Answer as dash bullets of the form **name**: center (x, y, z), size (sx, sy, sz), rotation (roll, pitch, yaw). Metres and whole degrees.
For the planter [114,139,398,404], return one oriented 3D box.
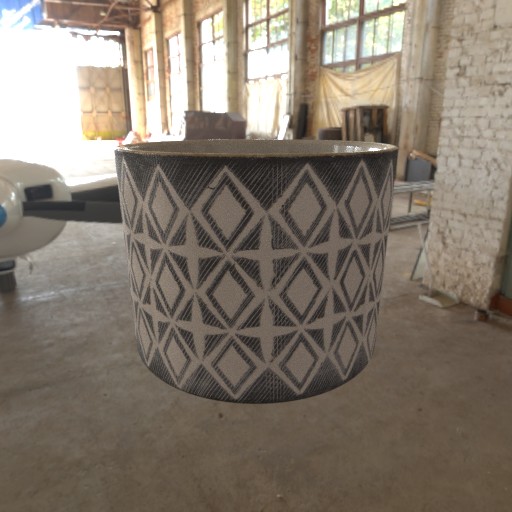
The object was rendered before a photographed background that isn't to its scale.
- **planter**: center (0.000, 0.000, 0.337), size (0.192, 0.165, 0.192), rotation (0, 17, 0)
